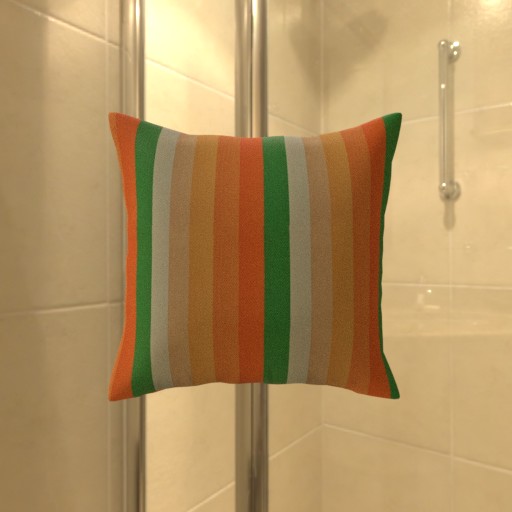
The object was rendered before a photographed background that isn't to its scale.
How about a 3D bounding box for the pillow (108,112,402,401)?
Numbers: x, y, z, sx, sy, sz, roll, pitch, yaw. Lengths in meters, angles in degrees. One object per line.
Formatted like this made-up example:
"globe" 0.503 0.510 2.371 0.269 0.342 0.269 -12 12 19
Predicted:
"pillow" 0.000 0.000 0.684 0.453 0.444 0.169 0 0 -1
